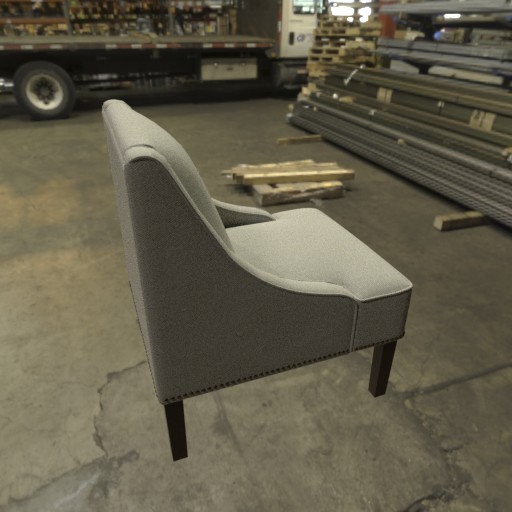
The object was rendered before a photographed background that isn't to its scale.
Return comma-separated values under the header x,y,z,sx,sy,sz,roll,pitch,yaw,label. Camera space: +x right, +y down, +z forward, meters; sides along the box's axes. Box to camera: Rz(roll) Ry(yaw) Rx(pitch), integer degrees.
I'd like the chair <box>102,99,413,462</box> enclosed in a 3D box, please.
x,y,z,sx,sy,sz,roll,pitch,yaw,label
0.000,0.000,1.369,0.748,0.872,0.628,-10,31,-18,chair
